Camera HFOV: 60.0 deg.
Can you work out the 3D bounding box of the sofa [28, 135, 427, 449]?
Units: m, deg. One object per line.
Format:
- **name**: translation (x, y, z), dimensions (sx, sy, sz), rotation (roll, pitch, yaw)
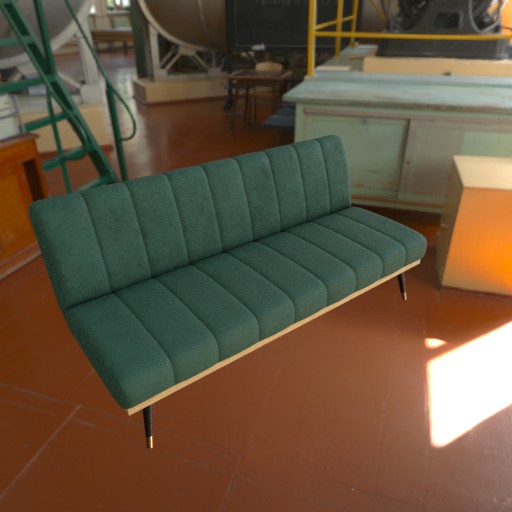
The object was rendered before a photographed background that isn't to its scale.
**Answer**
- **sofa**: translation (0.000, 0.000, 2.243), dimensions (1.810, 0.820, 0.830), rotation (-21, 36, -32)
